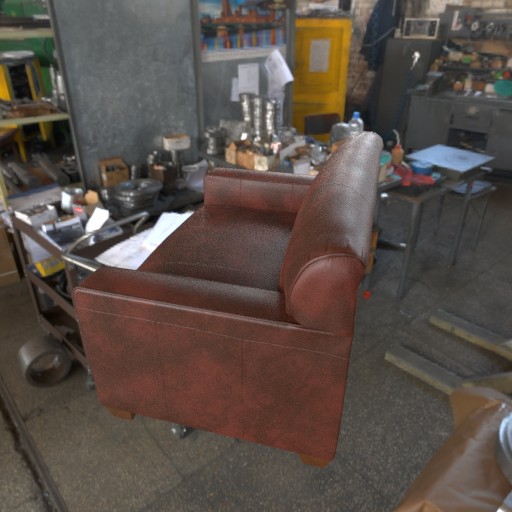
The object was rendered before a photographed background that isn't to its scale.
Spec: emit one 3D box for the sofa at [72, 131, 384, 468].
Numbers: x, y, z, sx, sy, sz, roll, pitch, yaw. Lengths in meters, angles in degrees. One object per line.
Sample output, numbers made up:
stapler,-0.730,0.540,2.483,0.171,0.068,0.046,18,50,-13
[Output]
sofa,0.000,0.000,2.044,1.000,0.956,1.413,8,30,14
